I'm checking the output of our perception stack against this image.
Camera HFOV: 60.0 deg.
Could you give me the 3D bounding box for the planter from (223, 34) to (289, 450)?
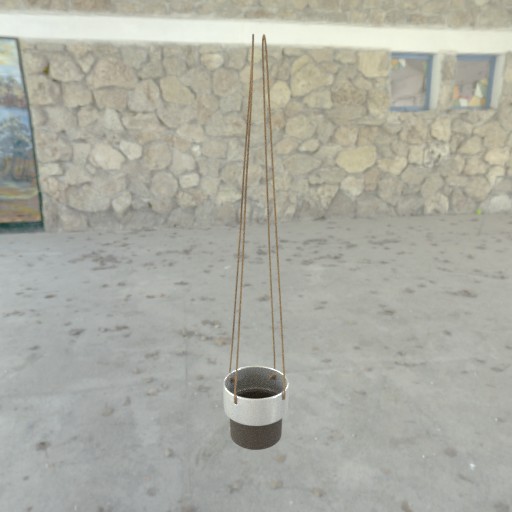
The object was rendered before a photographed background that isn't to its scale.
[{"bbox_3d":[0.000,0.000,1.170,0.187,1.073,0.187,-2,14,-8],"label":"planter"}]
